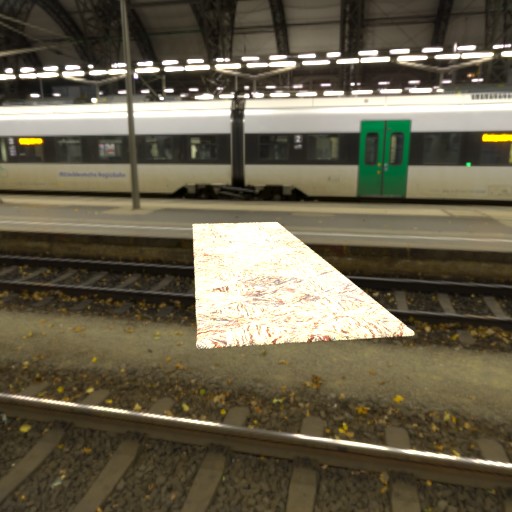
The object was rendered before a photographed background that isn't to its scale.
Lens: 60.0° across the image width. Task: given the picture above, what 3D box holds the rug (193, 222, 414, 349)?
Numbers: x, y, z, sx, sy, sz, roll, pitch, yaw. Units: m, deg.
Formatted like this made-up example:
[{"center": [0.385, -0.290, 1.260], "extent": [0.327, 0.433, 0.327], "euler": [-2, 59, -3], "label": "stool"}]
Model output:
[{"center": [0.000, 0.000, 2.457], "extent": [0.688, 0.015, 2.292], "euler": [-2, 13, -8], "label": "rug"}]
